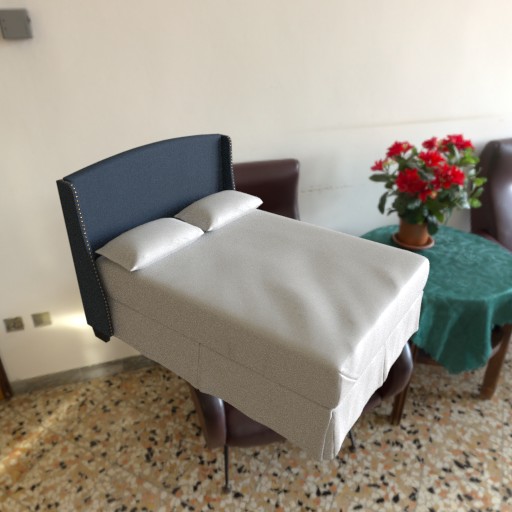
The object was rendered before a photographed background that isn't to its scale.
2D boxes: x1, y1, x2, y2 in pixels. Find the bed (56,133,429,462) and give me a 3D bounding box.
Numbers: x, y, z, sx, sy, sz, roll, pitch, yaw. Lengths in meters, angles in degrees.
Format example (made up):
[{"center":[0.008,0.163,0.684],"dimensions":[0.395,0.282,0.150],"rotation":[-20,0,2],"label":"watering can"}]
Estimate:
[{"center":[0.000,0.000,3.389],"dimensions":[2.237,1.407,1.710],"rotation":[19,34,31],"label":"bed"}]
